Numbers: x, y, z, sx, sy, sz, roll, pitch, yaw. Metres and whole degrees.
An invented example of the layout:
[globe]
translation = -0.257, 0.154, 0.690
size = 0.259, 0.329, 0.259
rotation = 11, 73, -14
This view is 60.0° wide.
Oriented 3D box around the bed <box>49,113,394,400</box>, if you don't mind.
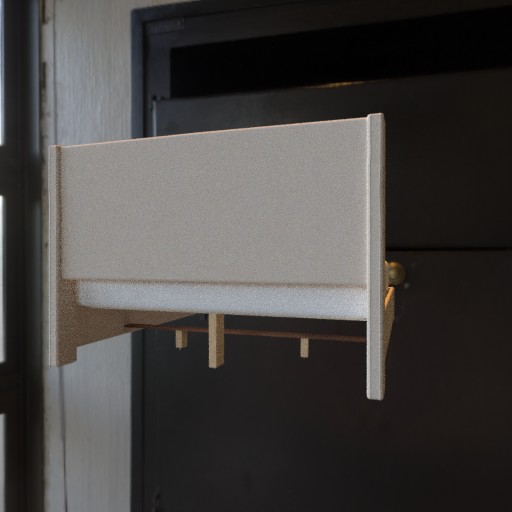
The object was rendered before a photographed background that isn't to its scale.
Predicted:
[bed]
translation = 0.000, 0.000, 3.679
size = 2.145, 1.471, 2.293
rotation = 0, 0, 19
